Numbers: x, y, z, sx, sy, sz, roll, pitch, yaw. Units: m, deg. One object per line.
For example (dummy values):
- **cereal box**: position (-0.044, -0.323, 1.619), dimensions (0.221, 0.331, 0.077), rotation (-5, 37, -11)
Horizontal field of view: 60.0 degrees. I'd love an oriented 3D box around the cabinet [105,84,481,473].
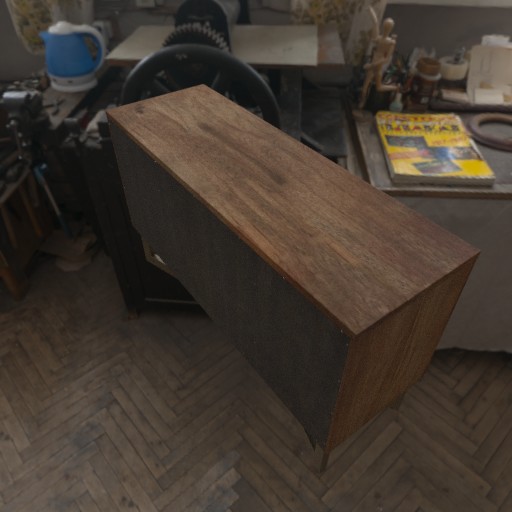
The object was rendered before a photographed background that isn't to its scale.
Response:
- **cabinet**: position (0.000, 0.000, 1.729), dimensions (0.480, 0.812, 1.373), rotation (-26, 49, -26)
